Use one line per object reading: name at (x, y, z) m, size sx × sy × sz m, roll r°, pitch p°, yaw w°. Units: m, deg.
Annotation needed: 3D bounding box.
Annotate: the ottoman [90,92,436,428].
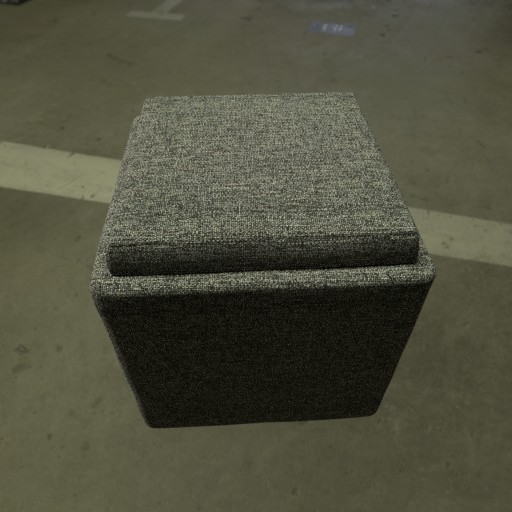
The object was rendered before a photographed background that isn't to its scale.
ottoman at (0.000, 0.000, 0.825) m, size 0.450 × 0.463 × 0.450 m, roll -2°, pitch 46°, yaw -2°
